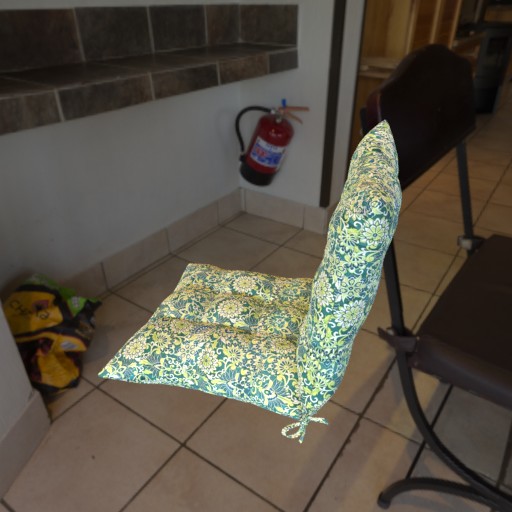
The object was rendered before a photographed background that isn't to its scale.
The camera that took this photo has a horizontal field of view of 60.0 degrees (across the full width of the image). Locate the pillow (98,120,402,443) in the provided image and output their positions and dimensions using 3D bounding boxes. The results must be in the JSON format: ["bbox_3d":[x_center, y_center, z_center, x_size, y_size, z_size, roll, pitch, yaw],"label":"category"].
[{"bbox_3d":[0.000,0.000,1.011,0.585,0.536,0.541,8,31,14],"label":"pillow"}]
